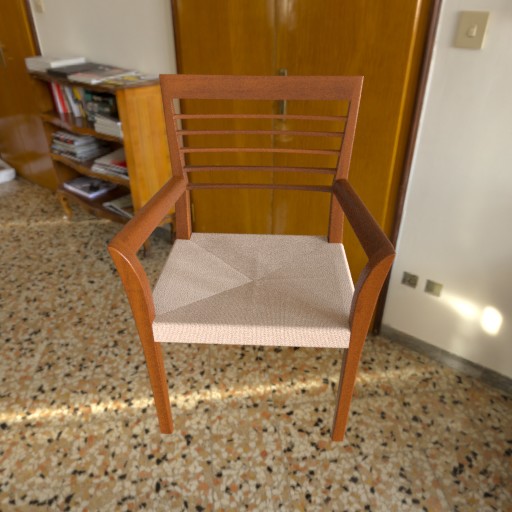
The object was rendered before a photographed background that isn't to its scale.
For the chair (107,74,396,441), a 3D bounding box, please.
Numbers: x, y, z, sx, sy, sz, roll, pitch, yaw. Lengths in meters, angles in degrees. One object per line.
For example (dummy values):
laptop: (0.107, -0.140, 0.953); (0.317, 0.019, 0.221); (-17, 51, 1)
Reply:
chair: (0.000, 0.000, 1.215); (0.587, 0.855, 0.540); (1, 31, 2)
